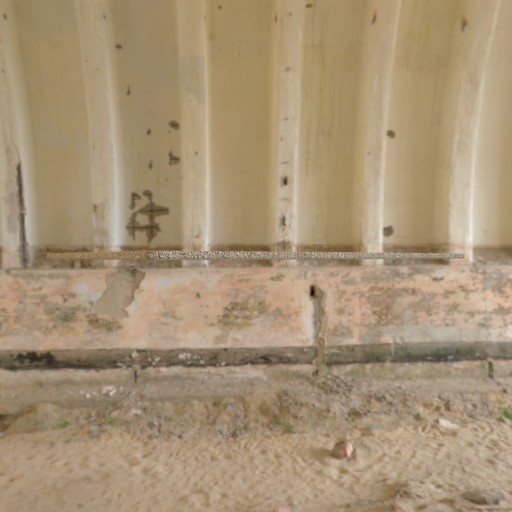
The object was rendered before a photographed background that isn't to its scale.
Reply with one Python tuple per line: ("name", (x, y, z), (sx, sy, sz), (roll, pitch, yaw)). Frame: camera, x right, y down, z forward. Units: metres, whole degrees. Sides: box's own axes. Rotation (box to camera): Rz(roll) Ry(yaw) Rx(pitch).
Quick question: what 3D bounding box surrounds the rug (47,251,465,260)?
("rug", (0.000, 0.000, 2.101), (1.600, 0.025, 1.199), (0, 0, -37))
